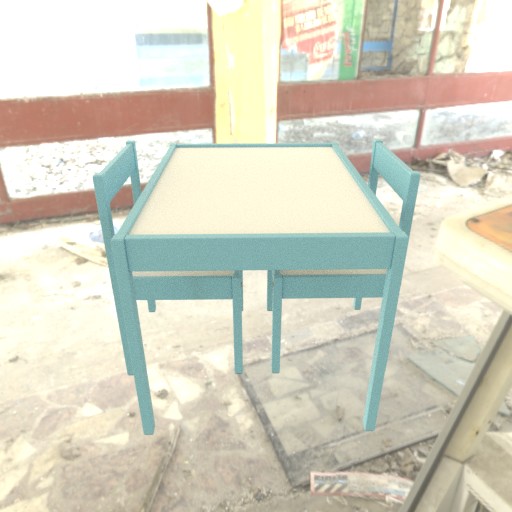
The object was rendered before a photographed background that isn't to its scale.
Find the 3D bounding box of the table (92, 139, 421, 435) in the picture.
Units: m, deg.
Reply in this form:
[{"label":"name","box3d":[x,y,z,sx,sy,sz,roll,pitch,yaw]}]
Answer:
[{"label":"table","box3d":[0.000,0.000,1.092,0.633,0.503,0.639,-1,28,-1]}]
